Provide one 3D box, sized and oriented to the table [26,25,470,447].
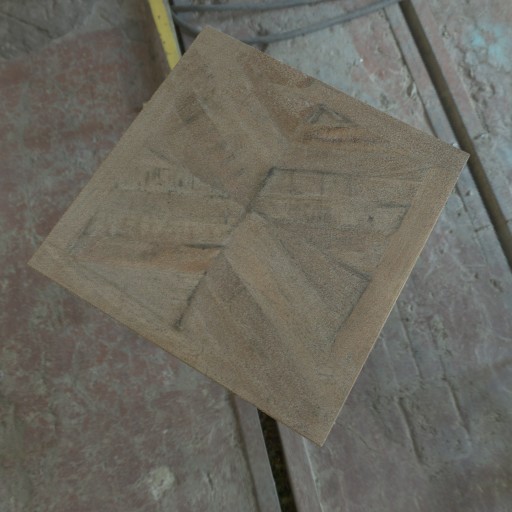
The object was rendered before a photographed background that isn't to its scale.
[{"bbox_3d":[0.000,0.000,0.938,0.498,0.550,0.499,30,76,8],"label":"table"}]
